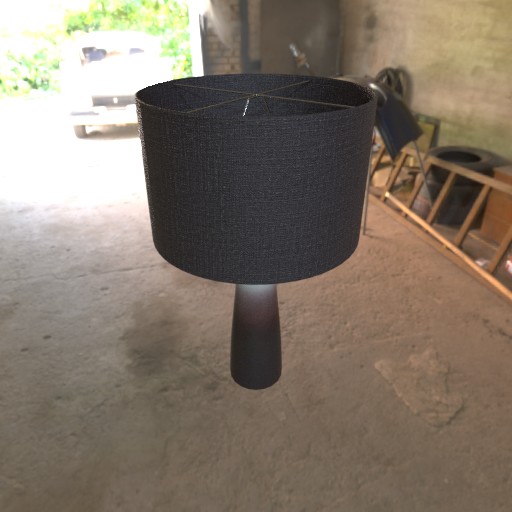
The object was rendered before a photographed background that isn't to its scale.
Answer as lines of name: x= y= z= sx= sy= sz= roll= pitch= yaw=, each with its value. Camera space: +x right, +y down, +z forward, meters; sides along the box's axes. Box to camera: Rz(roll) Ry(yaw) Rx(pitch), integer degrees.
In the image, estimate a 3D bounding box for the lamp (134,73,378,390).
lamp: x=0.000 y=0.000 z=0.687 sx=0.303 sy=0.488 sz=0.303 roll=0 pitch=30 yaw=0
